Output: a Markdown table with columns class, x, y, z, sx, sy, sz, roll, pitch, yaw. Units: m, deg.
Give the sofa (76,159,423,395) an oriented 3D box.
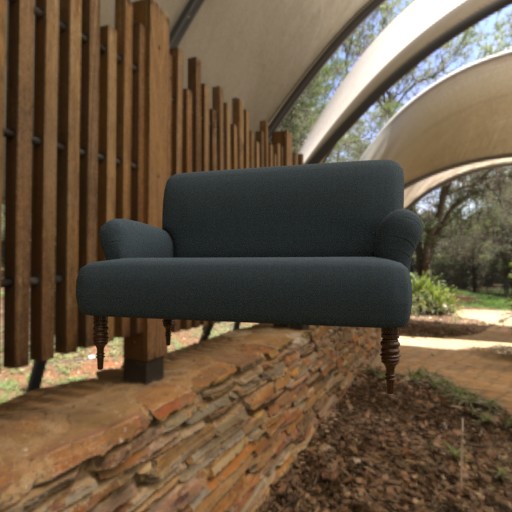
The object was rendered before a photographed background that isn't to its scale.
| class | x | y | z | sx | sy | sz | roll | pitch | yaw |
| --- | --- | --- | --- | --- | --- | --- | --- | --- | --- |
| sofa | 0.000 | 0.000 | 1.855 | 1.297 | 0.889 | 0.779 | 0 | -1 | 18 |
